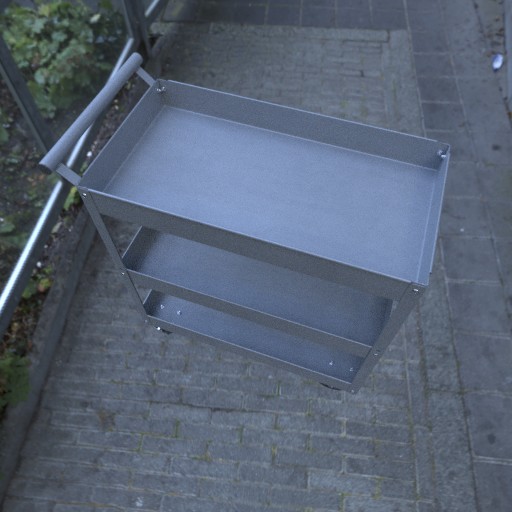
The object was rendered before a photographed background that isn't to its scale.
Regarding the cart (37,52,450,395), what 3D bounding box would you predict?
[{"bbox_3d":[0.000,0.000,1.156,0.719,0.780,0.366,16,58,10],"label":"cart"}]
